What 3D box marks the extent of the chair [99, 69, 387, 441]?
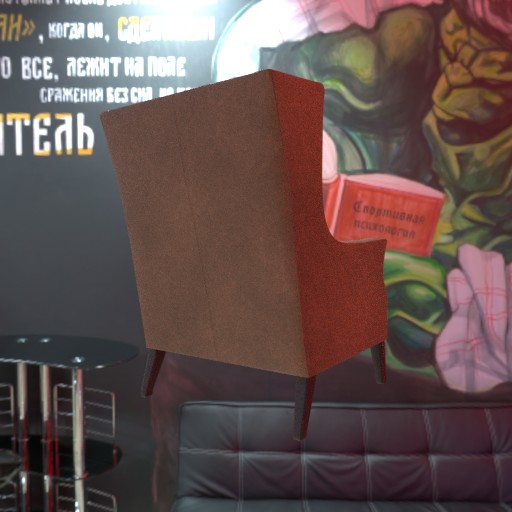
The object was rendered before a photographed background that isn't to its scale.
[{"bbox_3d":[0.000,0.000,1.726,0.815,1.088,0.913,1,2,34],"label":"chair"}]
